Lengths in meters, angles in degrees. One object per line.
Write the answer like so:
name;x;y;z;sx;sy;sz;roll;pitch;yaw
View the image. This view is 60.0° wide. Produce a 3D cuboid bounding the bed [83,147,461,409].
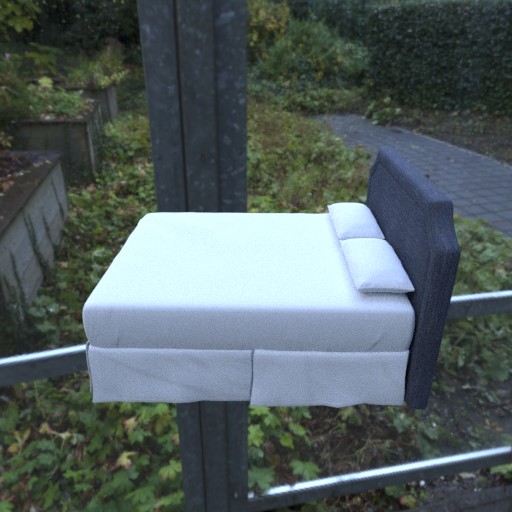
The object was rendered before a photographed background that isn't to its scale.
bed;0.000;0.000;3.179;2.116;1.290;1.693;1;26;1
